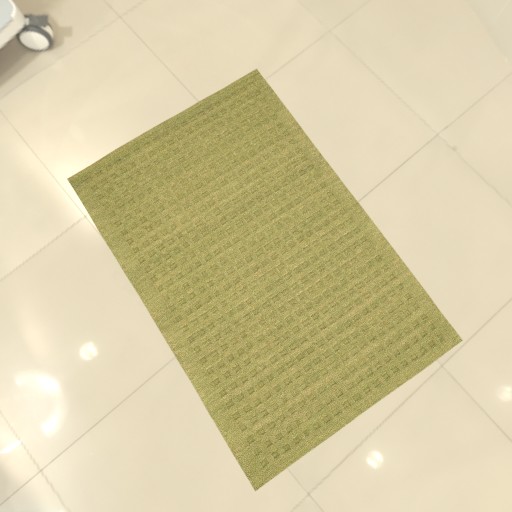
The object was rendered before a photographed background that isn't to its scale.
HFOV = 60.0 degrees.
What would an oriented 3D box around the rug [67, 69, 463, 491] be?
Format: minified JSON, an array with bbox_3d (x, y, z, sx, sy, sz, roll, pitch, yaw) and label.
[{"bbox_3d":[0.000,0.000,2.843,1.529,0.007,2.297,-33,79,-7],"label":"rug"}]
